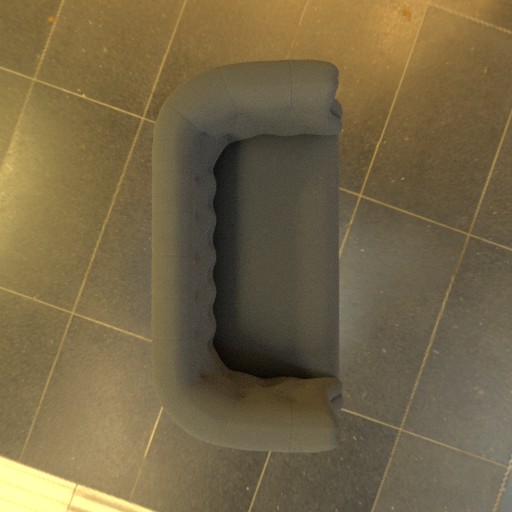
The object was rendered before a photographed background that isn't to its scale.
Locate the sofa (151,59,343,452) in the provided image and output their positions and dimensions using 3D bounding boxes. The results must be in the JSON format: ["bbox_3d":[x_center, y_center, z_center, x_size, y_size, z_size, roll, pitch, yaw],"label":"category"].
[{"bbox_3d":[0.000,0.000,2.089,0.835,0.827,1.558,0,89,0],"label":"sofa"}]
